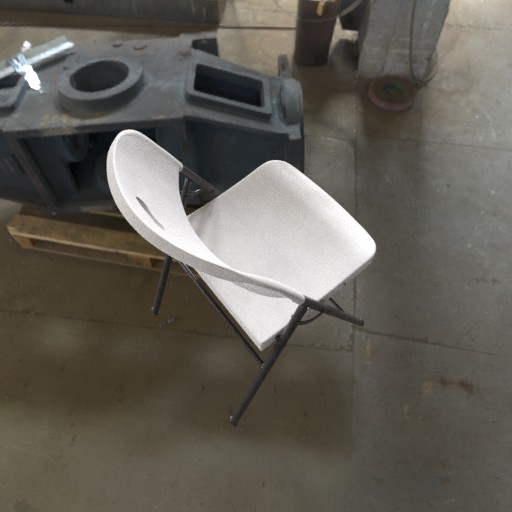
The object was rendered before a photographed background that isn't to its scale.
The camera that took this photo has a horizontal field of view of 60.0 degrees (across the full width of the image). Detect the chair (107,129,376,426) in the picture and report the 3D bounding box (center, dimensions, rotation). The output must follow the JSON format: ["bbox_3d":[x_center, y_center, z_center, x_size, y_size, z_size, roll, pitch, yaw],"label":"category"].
[{"bbox_3d":[0.000,0.000,1.189,0.566,0.810,0.494,-33,63,-19],"label":"chair"}]
